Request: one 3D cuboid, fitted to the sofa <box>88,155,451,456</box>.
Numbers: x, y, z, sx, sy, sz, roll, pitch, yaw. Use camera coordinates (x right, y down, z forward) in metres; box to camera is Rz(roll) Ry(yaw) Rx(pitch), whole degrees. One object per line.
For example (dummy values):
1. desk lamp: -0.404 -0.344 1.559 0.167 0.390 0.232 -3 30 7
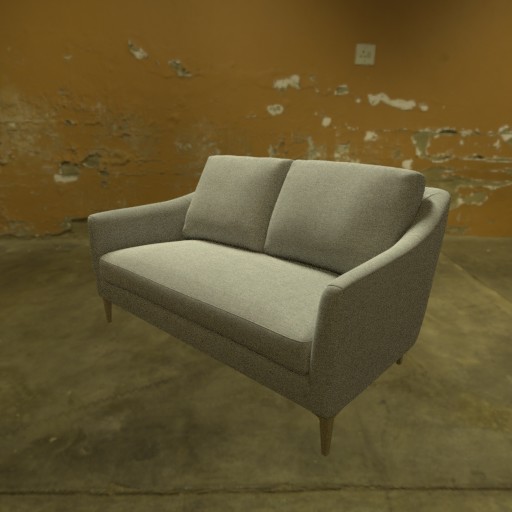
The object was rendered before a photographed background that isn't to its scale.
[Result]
1. sofa: 0.000 0.000 2.139 0.960 0.904 1.619 -15 21 -43
